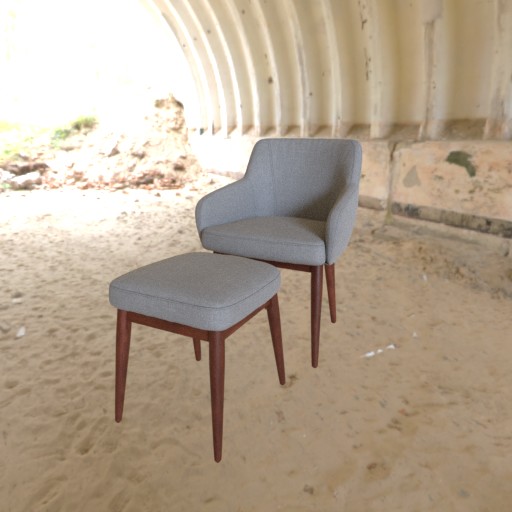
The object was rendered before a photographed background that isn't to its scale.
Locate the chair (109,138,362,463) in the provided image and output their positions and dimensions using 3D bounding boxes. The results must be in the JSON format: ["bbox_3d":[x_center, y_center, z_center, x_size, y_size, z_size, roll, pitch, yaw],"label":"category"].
[{"bbox_3d":[0.000,0.000,1.591,0.584,0.799,1.107,8,18,27],"label":"chair"}]
